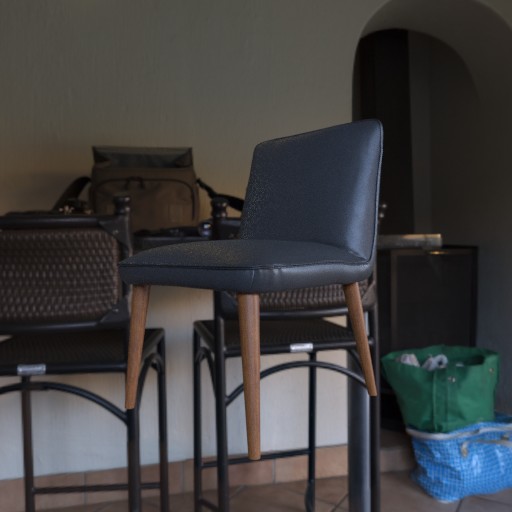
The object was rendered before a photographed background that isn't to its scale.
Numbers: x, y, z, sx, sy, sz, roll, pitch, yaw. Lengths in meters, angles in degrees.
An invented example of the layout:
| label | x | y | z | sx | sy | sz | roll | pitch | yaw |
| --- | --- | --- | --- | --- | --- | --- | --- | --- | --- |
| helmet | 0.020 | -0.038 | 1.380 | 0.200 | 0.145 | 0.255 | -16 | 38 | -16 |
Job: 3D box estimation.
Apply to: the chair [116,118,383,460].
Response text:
| label | x | y | z | sx | sy | sz | roll | pitch | yaw |
| --- | --- | --- | --- | --- | --- | --- | --- | --- | --- |
| chair | 0.000 | 0.000 | 1.224 | 0.543 | 0.801 | 0.645 | 0 | 0 | 36 |
